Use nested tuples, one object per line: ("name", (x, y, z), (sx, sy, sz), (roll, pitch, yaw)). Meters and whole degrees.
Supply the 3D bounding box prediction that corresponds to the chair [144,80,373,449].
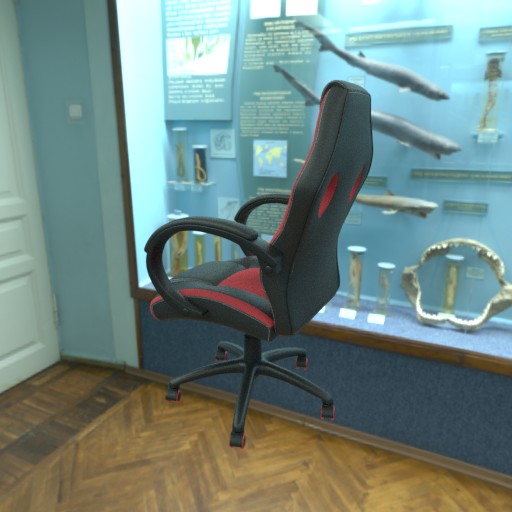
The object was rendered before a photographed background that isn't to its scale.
("chair", (0.000, 0.000, 1.656), (0.724, 1.187, 0.673), (8, 18, 26))
